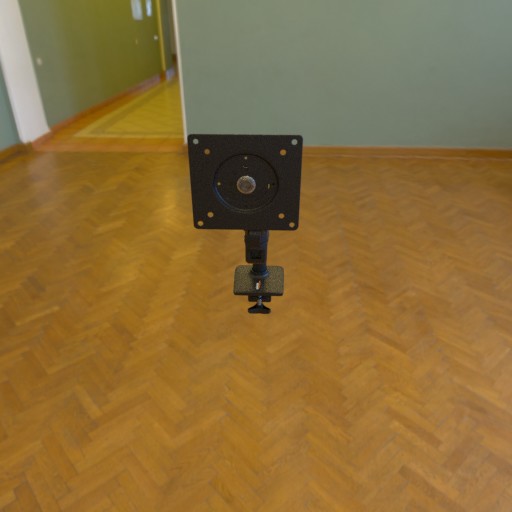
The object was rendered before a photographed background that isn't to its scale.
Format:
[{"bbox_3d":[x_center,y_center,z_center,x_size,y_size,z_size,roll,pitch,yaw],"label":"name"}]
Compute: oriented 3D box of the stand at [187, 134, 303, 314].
[{"bbox_3d":[0.000,0.000,1.017,0.152,0.713,0.650,1,29,2],"label":"stand"}]
